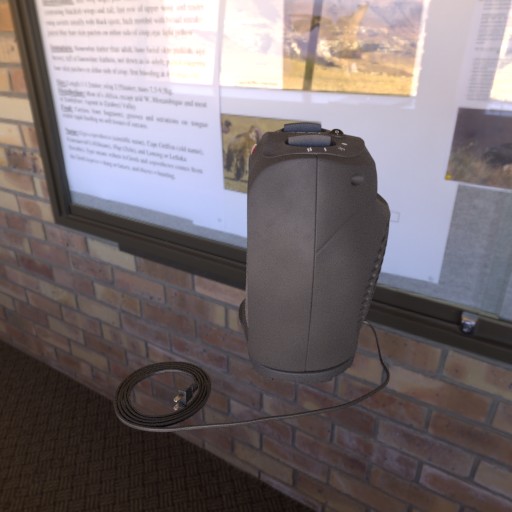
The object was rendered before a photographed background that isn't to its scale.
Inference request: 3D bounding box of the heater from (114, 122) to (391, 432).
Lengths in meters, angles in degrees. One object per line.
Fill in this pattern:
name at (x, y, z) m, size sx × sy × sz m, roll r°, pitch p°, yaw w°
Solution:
heater at (0.000, 0.000, 0.467) m, size 0.291 × 0.255 × 0.239 m, roll 0°, pitch 26°, yaw 0°
